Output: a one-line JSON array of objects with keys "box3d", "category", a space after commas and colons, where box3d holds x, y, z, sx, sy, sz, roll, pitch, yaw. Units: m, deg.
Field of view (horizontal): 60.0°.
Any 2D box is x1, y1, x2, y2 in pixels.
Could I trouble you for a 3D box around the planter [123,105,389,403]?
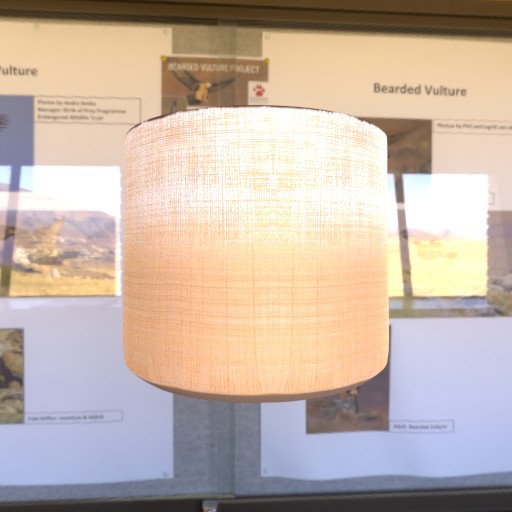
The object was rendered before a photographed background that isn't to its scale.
[{"box3d": [0.000, 0.000, 0.441, 0.254, 0.221, 0.254, 0, 1, 0], "category": "planter"}]
